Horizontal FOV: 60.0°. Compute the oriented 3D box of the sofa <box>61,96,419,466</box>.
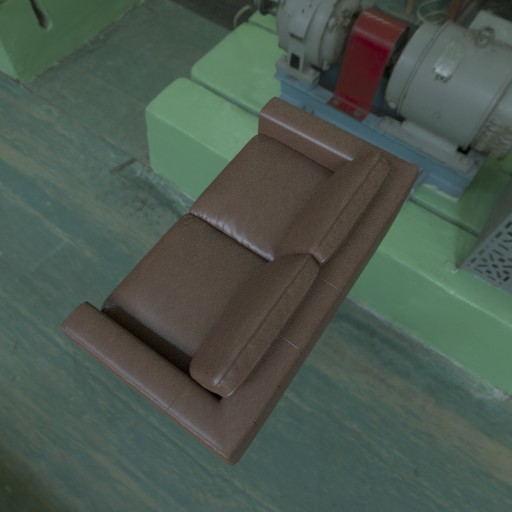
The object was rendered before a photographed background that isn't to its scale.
[{"bbox_3d":[0.000,0.000,2.528,1.070,0.800,1.920,32,67,15],"label":"sofa"}]
